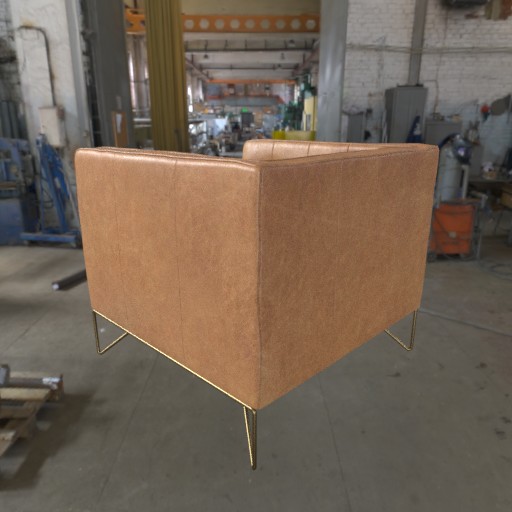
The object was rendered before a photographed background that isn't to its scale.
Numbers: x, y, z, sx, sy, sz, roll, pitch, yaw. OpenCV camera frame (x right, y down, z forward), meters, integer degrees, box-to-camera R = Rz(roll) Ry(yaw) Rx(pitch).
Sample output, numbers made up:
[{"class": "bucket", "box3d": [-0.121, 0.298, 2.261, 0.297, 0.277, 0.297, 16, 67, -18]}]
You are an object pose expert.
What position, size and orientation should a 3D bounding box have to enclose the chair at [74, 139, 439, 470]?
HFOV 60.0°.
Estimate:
[{"class": "chair", "box3d": [0.000, 0.000, 1.626, 0.912, 0.797, 0.920, 16, 24, 42]}]
